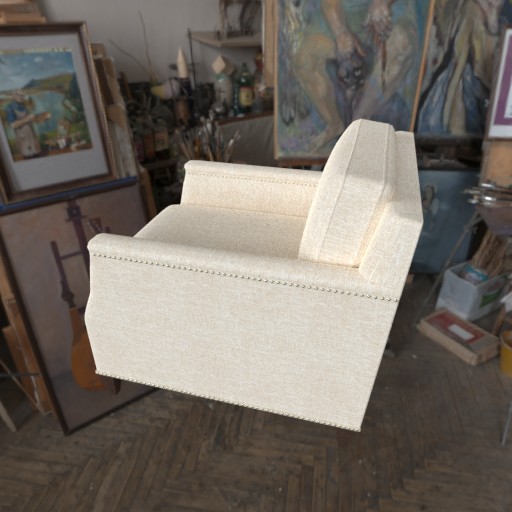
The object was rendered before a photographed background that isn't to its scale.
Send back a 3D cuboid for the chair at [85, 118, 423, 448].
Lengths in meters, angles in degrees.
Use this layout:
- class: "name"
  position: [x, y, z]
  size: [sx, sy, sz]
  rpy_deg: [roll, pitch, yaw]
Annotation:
- class: "chair"
  position: [0.000, 0.000, 1.703]
  size: [1.041, 0.940, 0.838]
  rpy_deg: [8, 32, 13]
